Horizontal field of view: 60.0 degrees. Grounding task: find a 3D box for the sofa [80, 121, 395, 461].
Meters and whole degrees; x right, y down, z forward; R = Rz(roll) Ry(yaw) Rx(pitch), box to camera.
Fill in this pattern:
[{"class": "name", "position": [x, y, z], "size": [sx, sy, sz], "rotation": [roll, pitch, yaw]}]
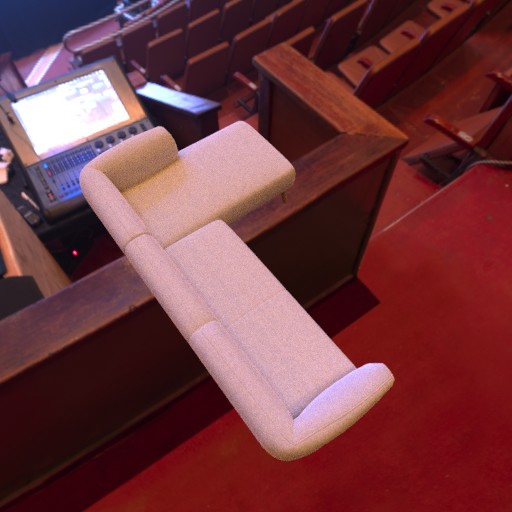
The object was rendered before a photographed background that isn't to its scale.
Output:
[{"class": "sofa", "position": [0.000, 0.000, 3.346], "size": [1.610, 0.730, 2.660], "rotation": [-33, 64, -19]}]
